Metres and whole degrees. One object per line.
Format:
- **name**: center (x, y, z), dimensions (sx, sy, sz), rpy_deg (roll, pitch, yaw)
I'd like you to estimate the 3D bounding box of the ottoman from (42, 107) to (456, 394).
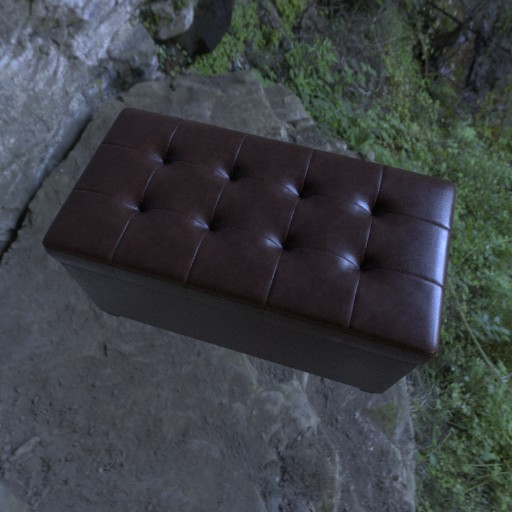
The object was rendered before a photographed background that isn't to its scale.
- **ottoman**: center (0.000, 0.000, 1.154), dimensions (0.838, 0.470, 0.432), rpy_deg (15, 63, 8)
